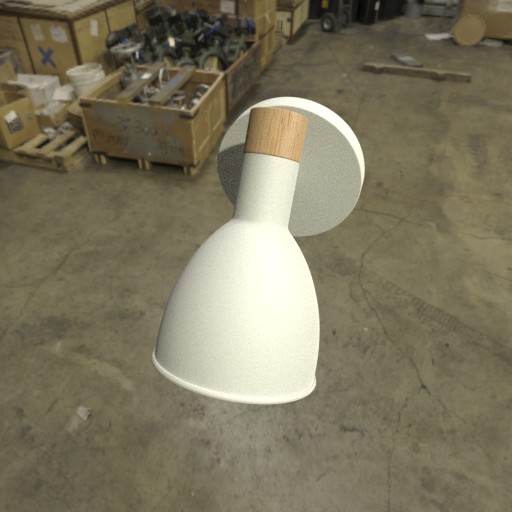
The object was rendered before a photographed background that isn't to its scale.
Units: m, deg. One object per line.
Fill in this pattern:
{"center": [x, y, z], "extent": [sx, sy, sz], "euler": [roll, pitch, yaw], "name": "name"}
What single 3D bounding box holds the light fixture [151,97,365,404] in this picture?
{"center": [0.000, 0.000, 0.331], "extent": [0.127, 0.199, 0.209], "euler": [12, 42, 13], "name": "light fixture"}
